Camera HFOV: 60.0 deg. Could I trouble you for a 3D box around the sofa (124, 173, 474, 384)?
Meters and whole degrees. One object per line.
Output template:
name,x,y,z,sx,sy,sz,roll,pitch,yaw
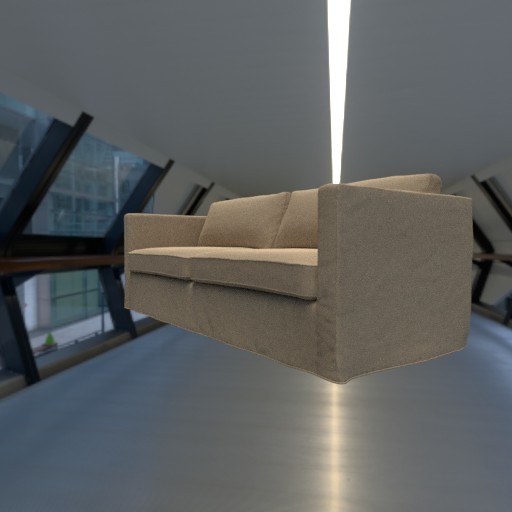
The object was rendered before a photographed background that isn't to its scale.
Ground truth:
sofa,0.000,0.000,2.777,0.962,0.853,2.312,-1,2,-36
